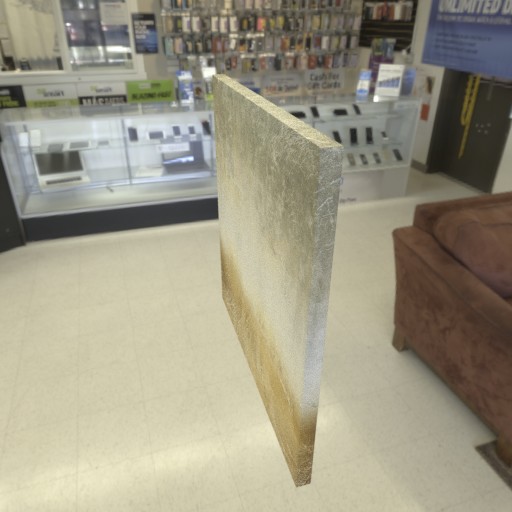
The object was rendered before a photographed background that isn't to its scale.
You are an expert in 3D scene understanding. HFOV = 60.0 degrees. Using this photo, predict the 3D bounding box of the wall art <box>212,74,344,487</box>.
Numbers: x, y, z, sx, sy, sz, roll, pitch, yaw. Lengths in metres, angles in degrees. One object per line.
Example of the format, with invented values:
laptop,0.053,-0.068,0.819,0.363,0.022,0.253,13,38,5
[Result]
wall art,0.000,0.000,1.603,0.051,1.091,1.092,-8,31,-14
